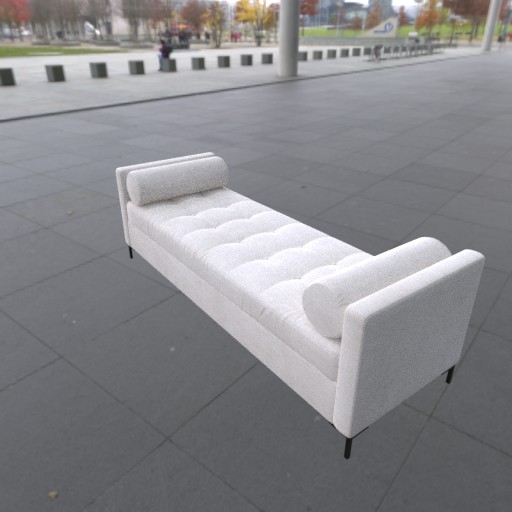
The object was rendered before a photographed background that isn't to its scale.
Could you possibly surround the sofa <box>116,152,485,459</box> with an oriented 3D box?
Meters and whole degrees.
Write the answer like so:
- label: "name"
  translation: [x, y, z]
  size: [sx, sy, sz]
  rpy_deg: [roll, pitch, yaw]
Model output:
- label: "sofa"
  translation: [0.000, 0.000, 2.314]
  size: [0.686, 0.635, 1.981]
  rpy_deg: [-19, 32, -32]
